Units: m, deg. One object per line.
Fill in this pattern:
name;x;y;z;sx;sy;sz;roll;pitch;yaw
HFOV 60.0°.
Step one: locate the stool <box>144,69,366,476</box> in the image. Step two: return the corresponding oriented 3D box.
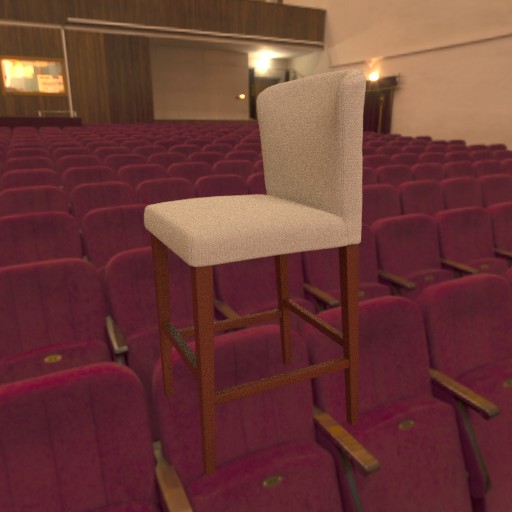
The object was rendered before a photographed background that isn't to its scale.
stool;0.000;0.000;1.349;0.568;1.069;0.481;-8;18;-25
